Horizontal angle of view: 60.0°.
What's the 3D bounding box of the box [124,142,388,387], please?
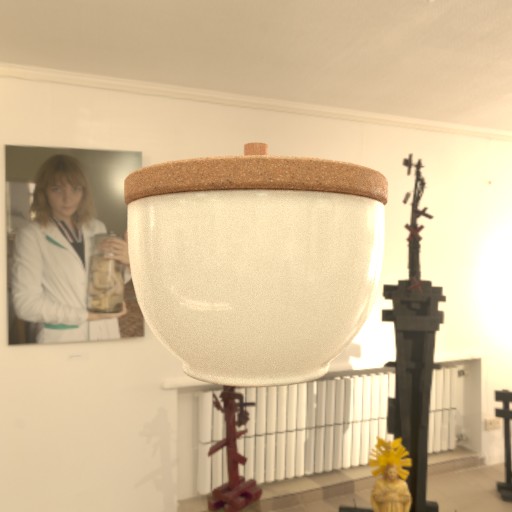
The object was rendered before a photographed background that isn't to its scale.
[{"bbox_3d":[0.000,0.000,0.188,0.107,0.094,0.107,0,0,0],"label":"box"}]
